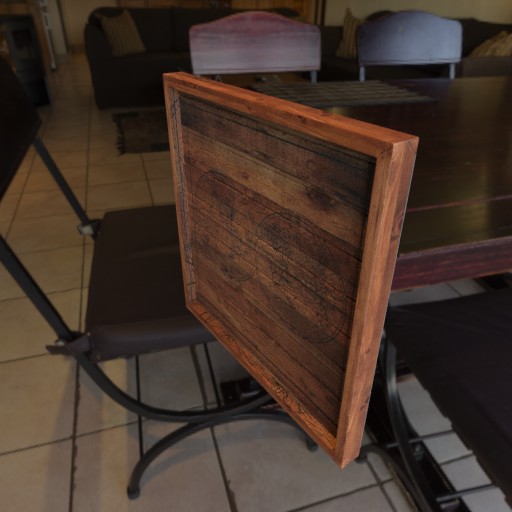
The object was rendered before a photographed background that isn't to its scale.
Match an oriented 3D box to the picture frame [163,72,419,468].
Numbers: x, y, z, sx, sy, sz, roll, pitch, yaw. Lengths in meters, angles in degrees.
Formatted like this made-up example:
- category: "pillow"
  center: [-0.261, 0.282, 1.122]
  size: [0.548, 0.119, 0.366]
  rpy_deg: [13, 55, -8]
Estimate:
- category: "picture frame"
  center: [0.000, 0.000, 0.516]
  size: [0.028, 0.356, 0.352]
  rpy_deg: [-20, 37, -30]
